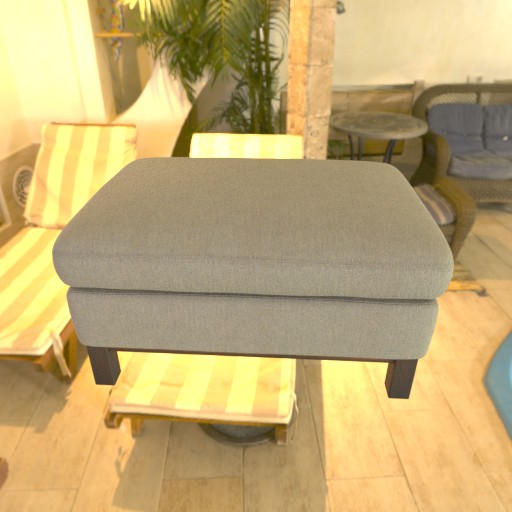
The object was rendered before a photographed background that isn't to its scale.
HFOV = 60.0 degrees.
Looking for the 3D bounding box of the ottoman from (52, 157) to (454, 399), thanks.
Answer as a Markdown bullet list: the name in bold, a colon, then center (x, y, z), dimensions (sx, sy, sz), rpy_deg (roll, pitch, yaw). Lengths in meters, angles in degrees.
- **ottoman**: center (0.000, 0.000, 1.046), dimensions (0.735, 0.404, 0.528), rpy_deg (2, 30, 3)
